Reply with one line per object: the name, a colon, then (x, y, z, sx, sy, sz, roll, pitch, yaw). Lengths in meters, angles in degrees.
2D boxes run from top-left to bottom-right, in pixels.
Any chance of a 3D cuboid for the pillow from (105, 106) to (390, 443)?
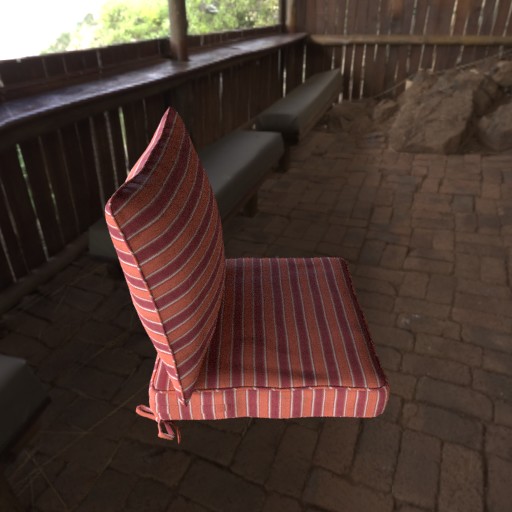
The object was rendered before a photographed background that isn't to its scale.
pillow: (0.000, 0.000, 1.354, 0.733, 0.723, 0.799, 0, 32, -1)
